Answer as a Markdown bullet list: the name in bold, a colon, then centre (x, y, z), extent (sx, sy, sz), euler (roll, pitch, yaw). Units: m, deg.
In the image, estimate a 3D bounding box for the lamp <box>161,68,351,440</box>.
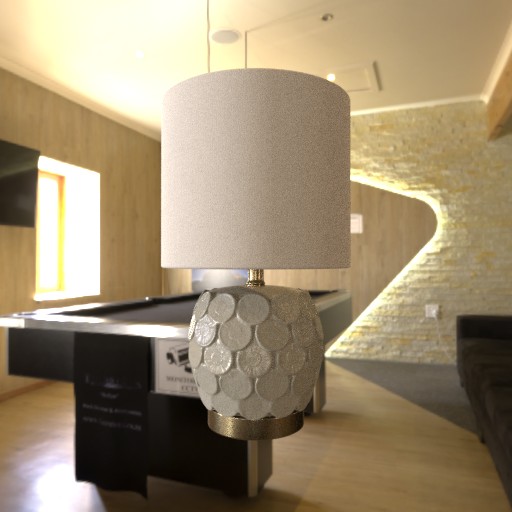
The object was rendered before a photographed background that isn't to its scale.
- **lamp**: centre (0.000, 0.000, 0.608), extent (0.254, 0.452, 0.254), euler (0, 0, 0)
